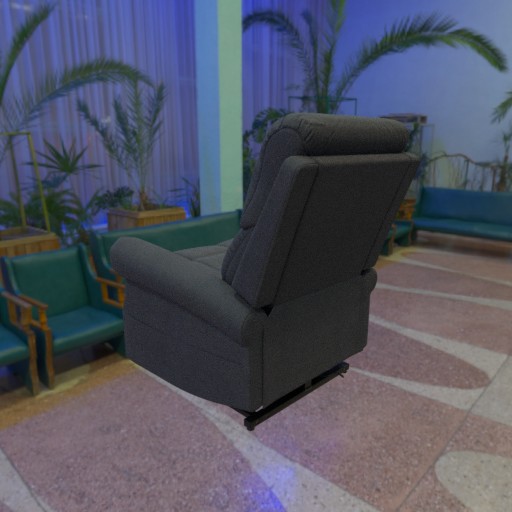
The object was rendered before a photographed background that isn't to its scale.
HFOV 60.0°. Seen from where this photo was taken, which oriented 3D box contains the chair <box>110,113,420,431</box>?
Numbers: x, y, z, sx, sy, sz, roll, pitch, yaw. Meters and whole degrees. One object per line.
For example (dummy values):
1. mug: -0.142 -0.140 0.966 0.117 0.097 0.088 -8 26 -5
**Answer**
1. chair: 0.000 0.000 1.755 0.871 1.031 0.979 -14 20 -43
